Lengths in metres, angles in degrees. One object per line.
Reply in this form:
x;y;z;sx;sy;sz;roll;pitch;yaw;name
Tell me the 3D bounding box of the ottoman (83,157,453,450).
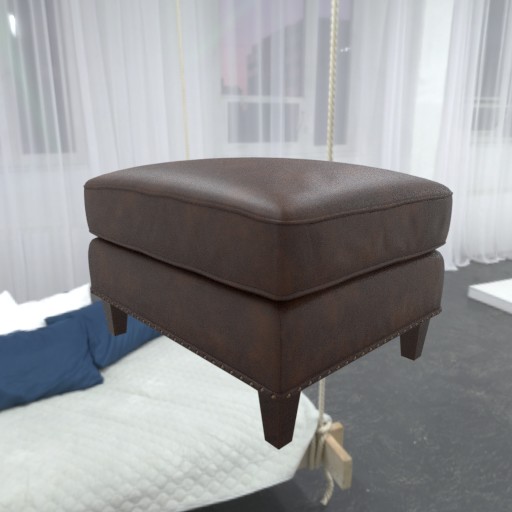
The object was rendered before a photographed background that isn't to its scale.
0.000;0.000;1.125;0.586;0.486;0.742;-13;20;-41;ottoman
